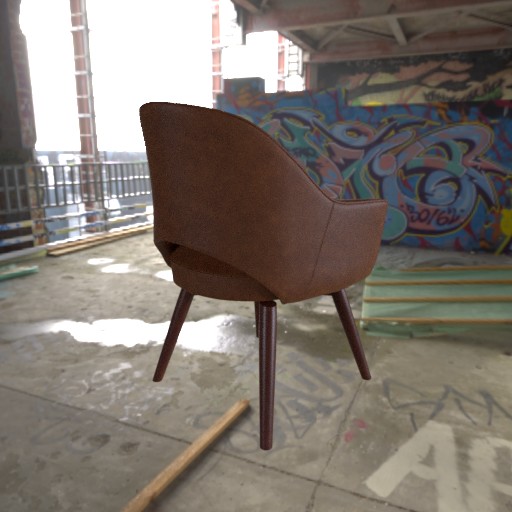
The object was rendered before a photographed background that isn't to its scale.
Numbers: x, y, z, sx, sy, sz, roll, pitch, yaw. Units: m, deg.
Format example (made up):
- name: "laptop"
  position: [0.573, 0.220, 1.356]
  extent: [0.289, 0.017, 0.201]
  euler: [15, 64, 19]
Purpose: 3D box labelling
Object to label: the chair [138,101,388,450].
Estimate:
- name: "chair"
  position: [0.000, 0.000, 1.243]
  extent: [0.591, 0.777, 0.640]
  euler: [13, 18, 43]
